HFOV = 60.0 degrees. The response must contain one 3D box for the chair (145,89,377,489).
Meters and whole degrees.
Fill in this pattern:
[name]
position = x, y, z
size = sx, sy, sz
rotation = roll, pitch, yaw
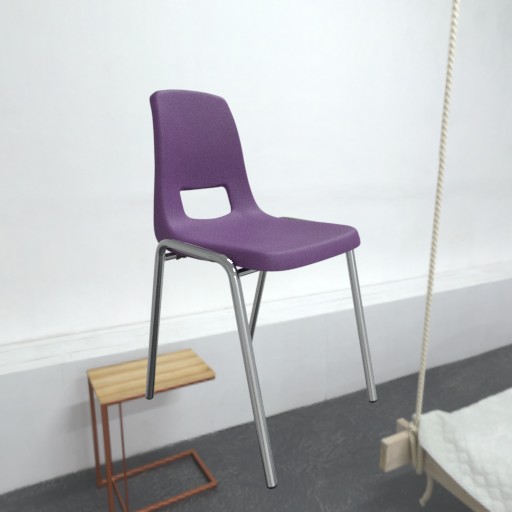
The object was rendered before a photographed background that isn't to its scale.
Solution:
[chair]
position = 0.000, 0.000, 0.959
size = 0.432, 0.704, 0.381
rotation = 13, 20, 41
